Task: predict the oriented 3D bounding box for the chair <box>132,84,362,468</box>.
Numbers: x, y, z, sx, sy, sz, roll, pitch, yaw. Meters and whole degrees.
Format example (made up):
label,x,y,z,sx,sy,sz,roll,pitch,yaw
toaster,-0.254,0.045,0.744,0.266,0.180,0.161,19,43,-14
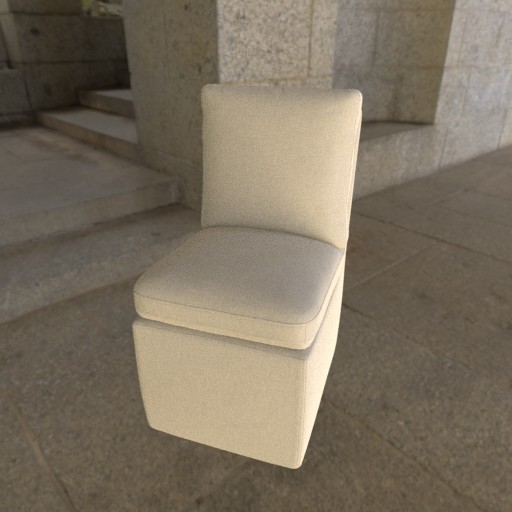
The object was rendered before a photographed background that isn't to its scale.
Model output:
label,x,y,z,sx,sy,sz,roll,pitch,yaw
chair,0.000,0.000,1.340,0.503,0.927,0.698,9,28,17
